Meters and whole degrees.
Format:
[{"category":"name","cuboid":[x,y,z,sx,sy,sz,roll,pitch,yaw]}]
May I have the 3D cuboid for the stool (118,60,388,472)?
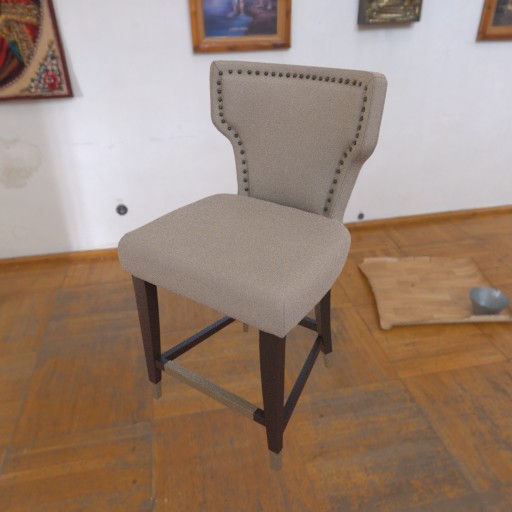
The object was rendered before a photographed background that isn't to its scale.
[{"category":"stool","cuboid":[0.000,0.000,1.275,0.527,0.982,0.563,18,35,29]}]
